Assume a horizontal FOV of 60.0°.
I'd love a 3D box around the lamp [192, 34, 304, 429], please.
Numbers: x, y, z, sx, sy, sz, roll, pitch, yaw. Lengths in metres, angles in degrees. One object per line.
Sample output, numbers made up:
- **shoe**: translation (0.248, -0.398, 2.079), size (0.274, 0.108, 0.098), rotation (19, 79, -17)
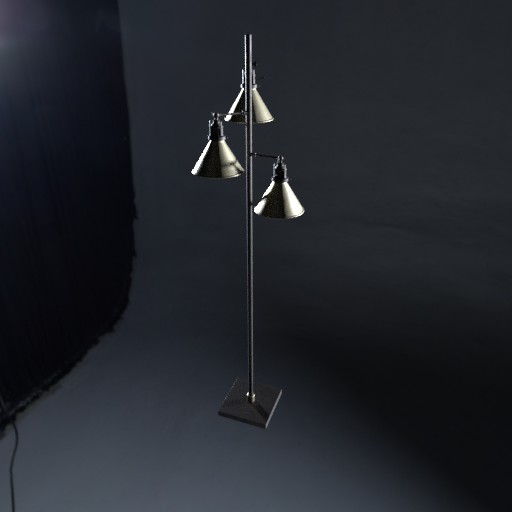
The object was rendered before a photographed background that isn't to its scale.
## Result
- **lamp**: translation (0.000, 0.000, 1.916), size (0.415, 1.716, 0.428), rotation (9, 28, 18)
